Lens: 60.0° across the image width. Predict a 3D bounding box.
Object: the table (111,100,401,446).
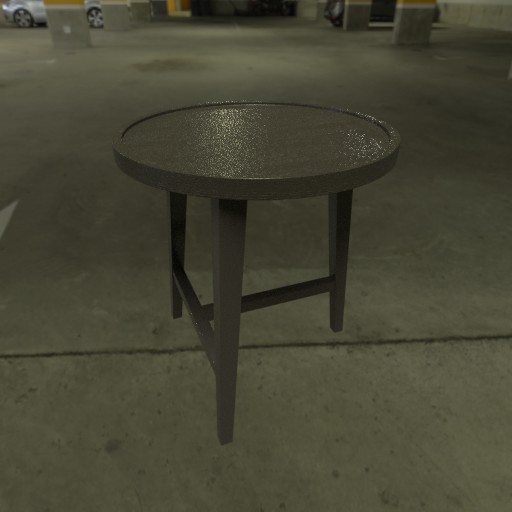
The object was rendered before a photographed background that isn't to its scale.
[{"bbox_3d":[0.000,0.000,0.930,0.500,0.531,0.500,0,30,0],"label":"table"}]
